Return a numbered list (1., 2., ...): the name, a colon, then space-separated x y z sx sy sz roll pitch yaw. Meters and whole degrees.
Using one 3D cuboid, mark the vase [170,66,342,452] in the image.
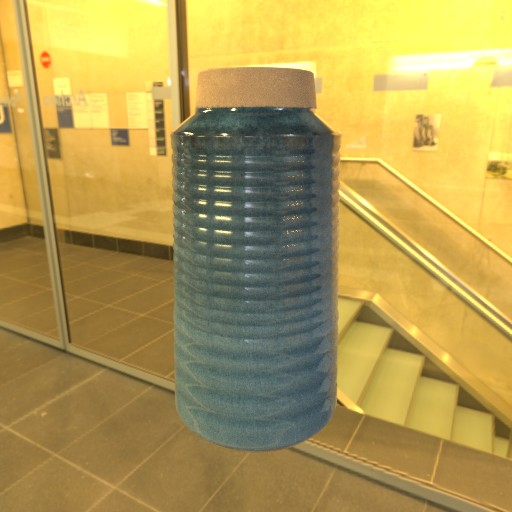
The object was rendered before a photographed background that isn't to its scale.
1. vase: 0.000 0.000 0.413 0.163 0.316 0.163 0 17 0
